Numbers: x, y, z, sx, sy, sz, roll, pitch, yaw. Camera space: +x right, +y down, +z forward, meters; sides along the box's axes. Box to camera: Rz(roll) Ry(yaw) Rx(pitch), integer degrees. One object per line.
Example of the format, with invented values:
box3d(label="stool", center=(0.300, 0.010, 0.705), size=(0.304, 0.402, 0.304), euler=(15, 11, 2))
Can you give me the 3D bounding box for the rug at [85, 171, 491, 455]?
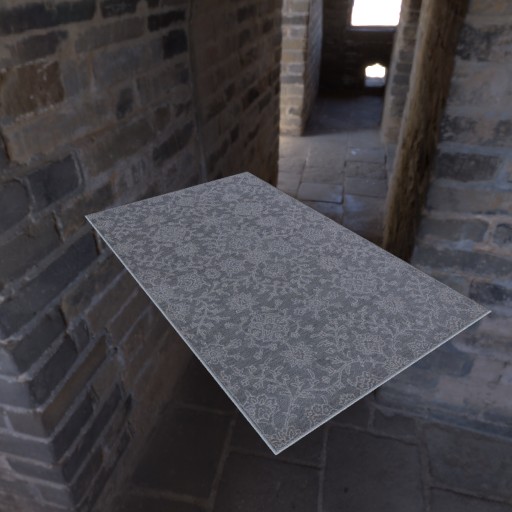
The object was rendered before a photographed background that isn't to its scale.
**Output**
box3d(label="rug", center=(0.000, 0.000, 2.949), size=(1.515, 0.010, 2.430), euler=(-21, 39, -29))
